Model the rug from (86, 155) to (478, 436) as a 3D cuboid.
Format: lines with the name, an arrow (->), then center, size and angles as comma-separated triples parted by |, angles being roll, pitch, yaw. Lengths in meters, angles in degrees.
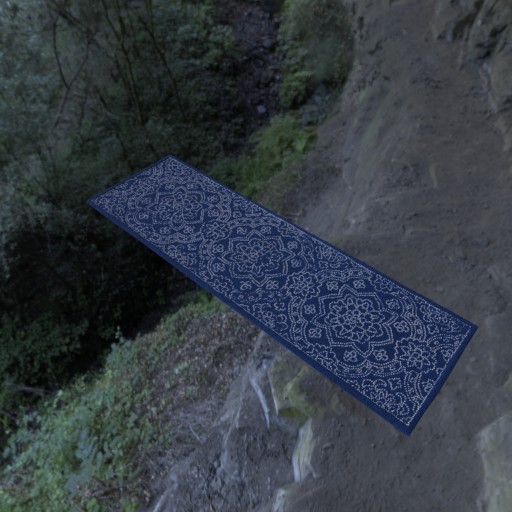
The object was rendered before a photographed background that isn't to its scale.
rug -> 0.000, 0.000, 2.683 | 2.448, 0.012, 0.769 | 32, 54, 27
